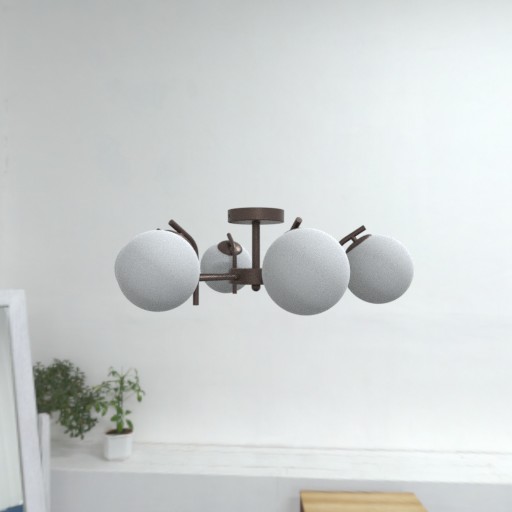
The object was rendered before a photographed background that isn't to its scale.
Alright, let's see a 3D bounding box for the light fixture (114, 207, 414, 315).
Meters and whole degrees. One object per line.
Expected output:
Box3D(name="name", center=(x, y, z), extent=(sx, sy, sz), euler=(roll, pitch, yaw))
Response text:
Box3D(name="light fixture", center=(0.000, 0.000, 0.979), extent=(0.662, 0.201, 0.662), euler=(0, -1, 0))
